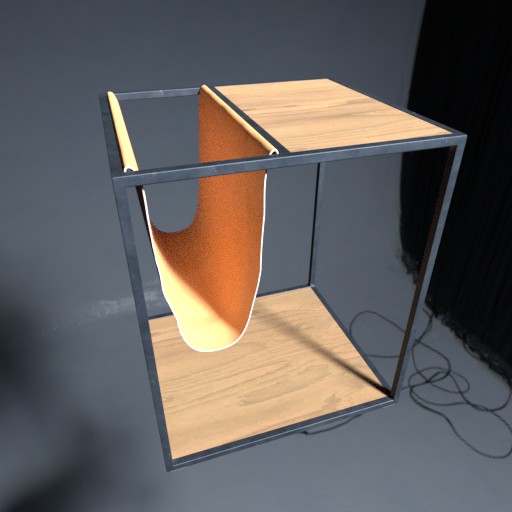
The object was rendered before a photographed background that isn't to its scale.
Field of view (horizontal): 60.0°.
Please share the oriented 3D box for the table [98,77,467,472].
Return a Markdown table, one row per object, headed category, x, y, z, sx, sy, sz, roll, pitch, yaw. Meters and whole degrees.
| category | x | y | z | sx | sy | sz | roll | pitch | yaw |
| --- | --- | --- | --- | --- | --- | --- | --- | --- | --- |
| table | 0.000 | 0.000 | 0.820 | 0.450 | 0.536 | 0.399 | -10 | 34 | -16 |
